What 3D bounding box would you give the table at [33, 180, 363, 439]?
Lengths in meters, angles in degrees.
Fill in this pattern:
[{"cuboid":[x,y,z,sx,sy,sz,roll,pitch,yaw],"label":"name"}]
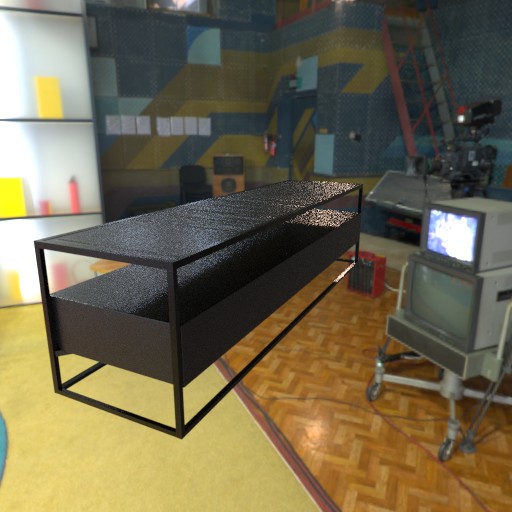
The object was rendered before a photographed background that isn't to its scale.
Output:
[{"cuboid":[0.000,0.000,1.621,0.399,0.395,1.486,8,17,26],"label":"table"}]
